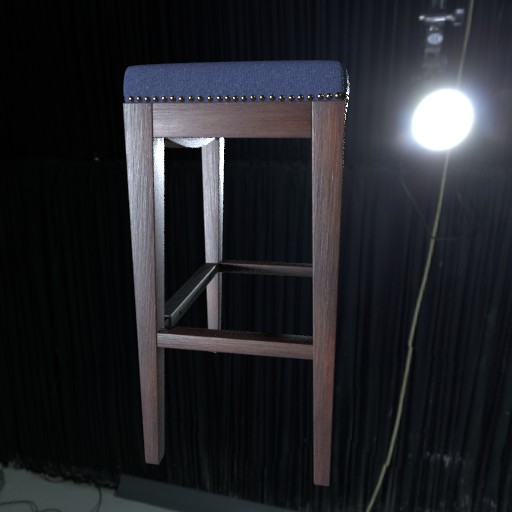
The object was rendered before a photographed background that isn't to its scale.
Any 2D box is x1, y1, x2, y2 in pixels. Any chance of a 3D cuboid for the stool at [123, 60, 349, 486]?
[{"bbox_3d":[0.000,0.000,0.983,0.358,0.740,0.498,3,16,9],"label":"stool"}]
